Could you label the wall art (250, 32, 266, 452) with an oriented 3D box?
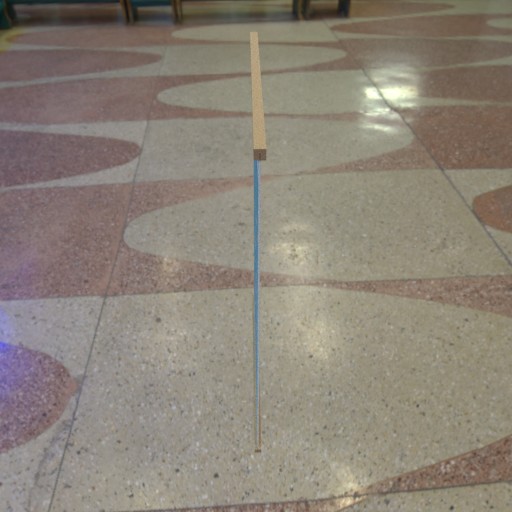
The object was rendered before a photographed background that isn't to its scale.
[{"bbox_3d":[0.000,0.000,1.901,0.030,1.519,0.990,-1,41,-1],"label":"wall art"}]
